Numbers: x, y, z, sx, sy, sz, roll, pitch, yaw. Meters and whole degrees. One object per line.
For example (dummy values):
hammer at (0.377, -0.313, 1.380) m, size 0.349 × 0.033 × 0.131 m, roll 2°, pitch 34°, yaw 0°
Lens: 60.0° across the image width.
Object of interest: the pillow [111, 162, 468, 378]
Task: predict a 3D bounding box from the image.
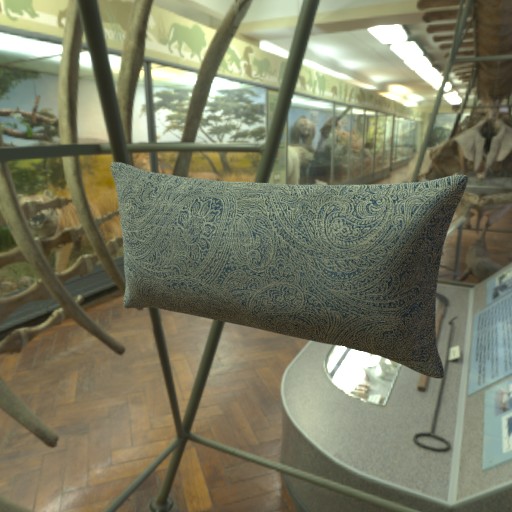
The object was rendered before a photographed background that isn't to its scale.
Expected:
pillow at (0.000, 0.000, 0.745) m, size 0.615 × 0.295 × 0.151 m, roll 8°, pitch 17°, yaw 26°
